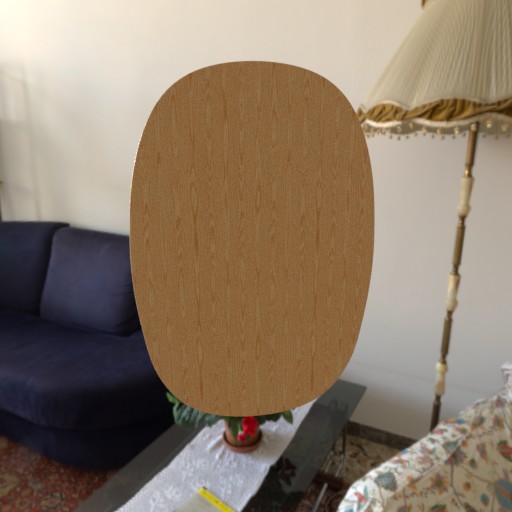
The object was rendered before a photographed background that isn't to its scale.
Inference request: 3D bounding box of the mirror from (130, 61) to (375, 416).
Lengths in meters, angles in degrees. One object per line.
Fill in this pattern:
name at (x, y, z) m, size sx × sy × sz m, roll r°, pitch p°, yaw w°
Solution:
mirror at (0.000, 0.000, 1.325) m, size 0.724 × 1.075 × 0.037 m, roll -2°, pitch 16°, yaw -8°
